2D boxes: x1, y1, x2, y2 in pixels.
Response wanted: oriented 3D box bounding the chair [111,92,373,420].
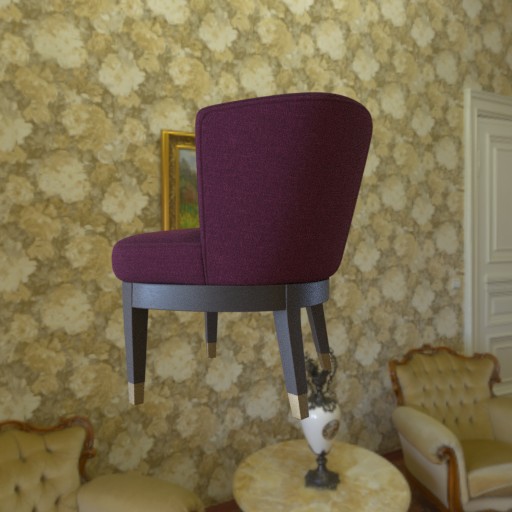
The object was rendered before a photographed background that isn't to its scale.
[{"bbox_3d":[0.000,0.000,1.305,0.660,0.760,0.700,0,1,17],"label":"chair"}]
